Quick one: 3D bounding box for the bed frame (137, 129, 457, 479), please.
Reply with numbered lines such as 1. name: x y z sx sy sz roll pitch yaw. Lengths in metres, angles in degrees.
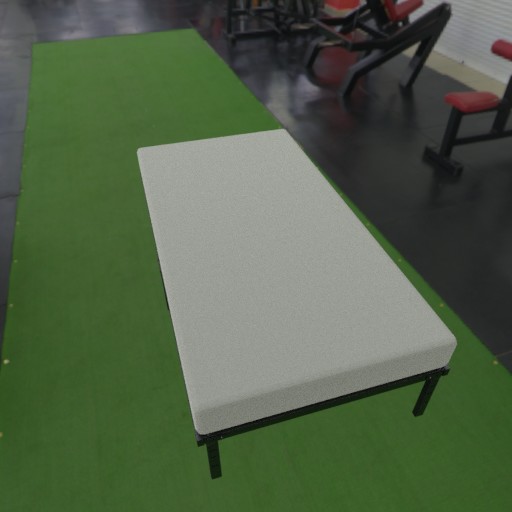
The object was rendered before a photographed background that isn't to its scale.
1. bed frame: 0.000 0.000 3.243 1.393 0.680 2.635 -11 42 -13
